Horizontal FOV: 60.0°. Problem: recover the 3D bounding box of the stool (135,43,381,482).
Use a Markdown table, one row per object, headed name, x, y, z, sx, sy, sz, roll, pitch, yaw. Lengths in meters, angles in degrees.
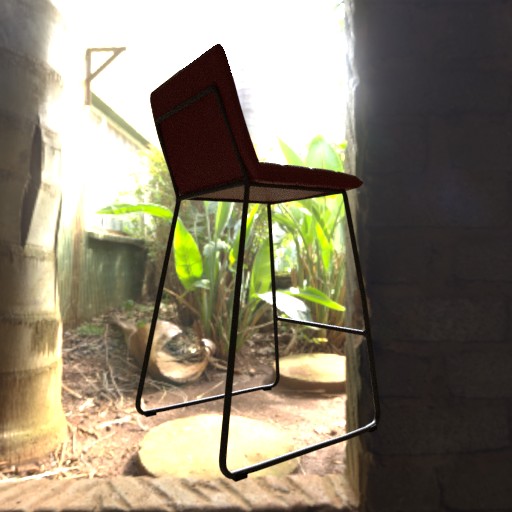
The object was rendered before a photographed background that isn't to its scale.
| name | x | y | z | sx | sy | sz | roll | pitch | yaw |
| --- | --- | --- | --- | --- | --- | --- | --- | --- | --- |
| stool | 0.000 | 0.000 | 1.249 | 0.524 | 0.937 | 0.489 | 0 | 0 | -36 |
